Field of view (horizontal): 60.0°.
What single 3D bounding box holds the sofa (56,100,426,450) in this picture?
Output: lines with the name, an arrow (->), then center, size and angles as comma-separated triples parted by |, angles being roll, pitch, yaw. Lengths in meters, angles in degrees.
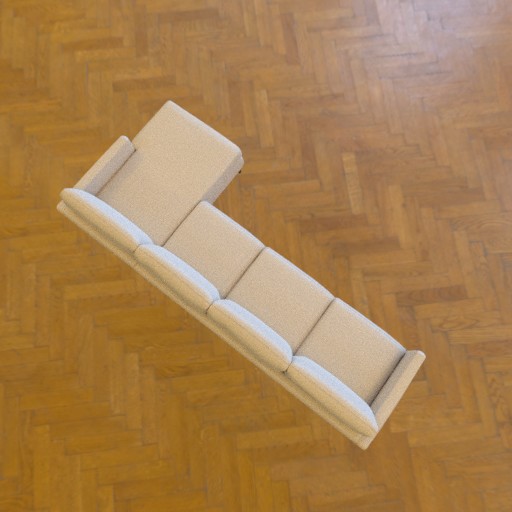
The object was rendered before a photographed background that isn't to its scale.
sofa -> 0.000, 0.000, 3.272 | 2.731, 0.755, 1.258 | 37, 79, 9
